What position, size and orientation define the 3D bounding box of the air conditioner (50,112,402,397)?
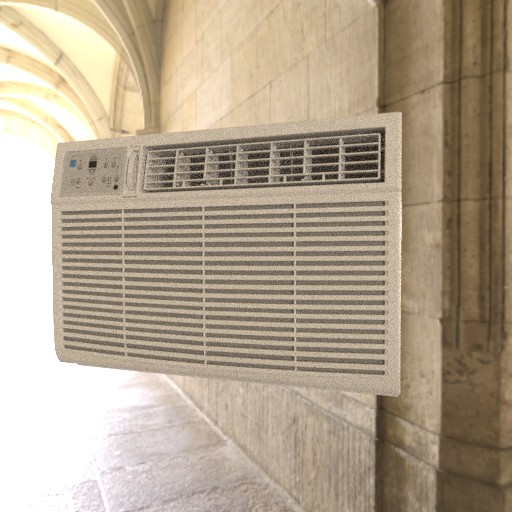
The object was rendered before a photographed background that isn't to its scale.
[{"bbox_3d":[0.000,0.000,1.037,0.645,0.455,0.599,0,1,18],"label":"air conditioner"}]
